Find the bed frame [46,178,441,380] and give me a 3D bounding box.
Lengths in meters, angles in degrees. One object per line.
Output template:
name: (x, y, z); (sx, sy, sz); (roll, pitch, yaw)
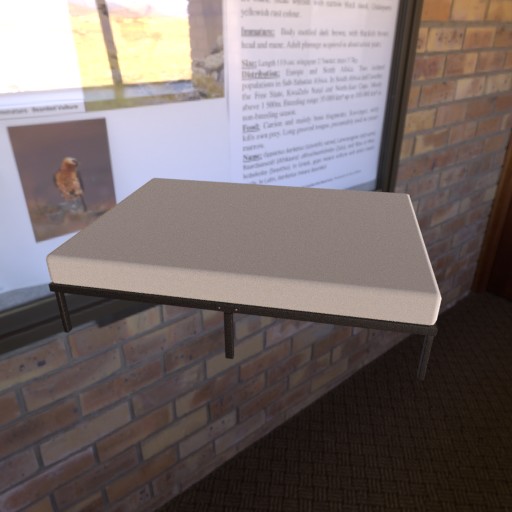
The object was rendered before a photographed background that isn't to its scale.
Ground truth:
bed frame: (0.000, 0.000, 3.791); (2.842, 0.680, 2.205); (9, 28, 17)
